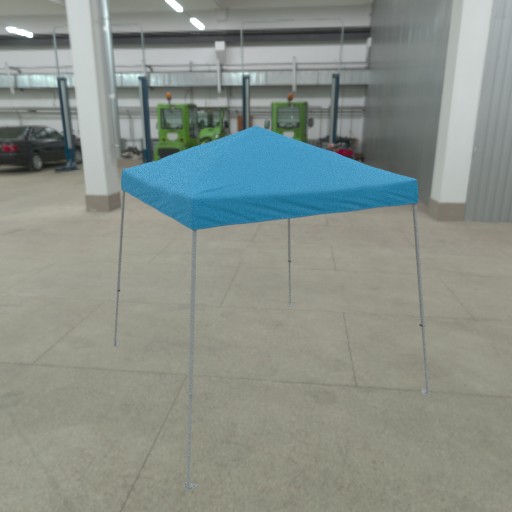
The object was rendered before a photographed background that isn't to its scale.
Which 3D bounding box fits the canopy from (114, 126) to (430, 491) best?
[{"bbox_3d":[0.000,0.000,5.060,2.850,2.850,2.849,-9,19,-27],"label":"canopy"}]
